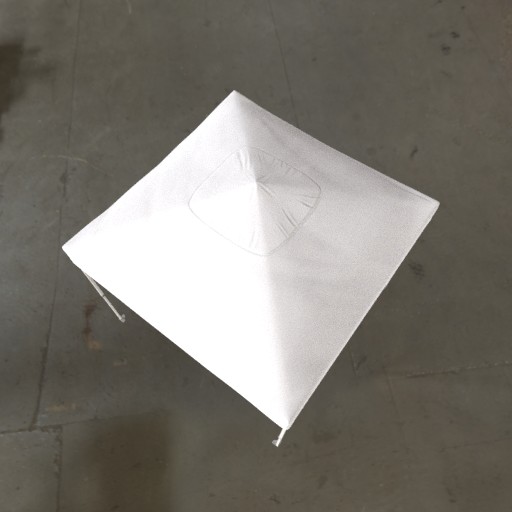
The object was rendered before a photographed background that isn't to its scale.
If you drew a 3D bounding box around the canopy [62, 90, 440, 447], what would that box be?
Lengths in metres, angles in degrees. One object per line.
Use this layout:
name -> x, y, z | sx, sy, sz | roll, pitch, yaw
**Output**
canopy -> 0.000, 0.000, 5.528 | 2.998, 2.997, 2.996 | 34, 67, 16
